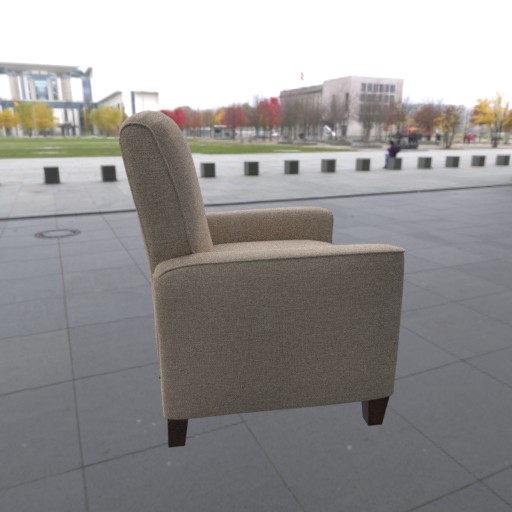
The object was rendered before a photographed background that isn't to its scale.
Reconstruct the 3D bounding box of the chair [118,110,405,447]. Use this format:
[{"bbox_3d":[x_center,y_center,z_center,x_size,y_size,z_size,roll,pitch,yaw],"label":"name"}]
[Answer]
[{"bbox_3d":[0.000,0.000,1.672,0.858,1.028,0.841,-3,16,-9],"label":"chair"}]
